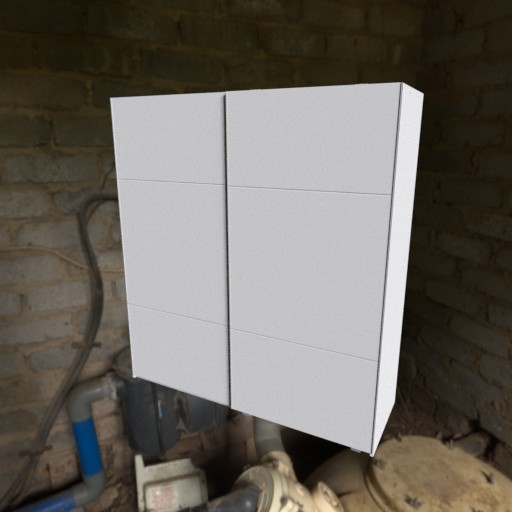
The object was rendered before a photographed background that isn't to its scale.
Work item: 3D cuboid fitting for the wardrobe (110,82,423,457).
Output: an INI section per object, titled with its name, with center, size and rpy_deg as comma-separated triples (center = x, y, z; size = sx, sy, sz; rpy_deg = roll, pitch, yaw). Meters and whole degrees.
[wardrobe]
center = 0.000, 0.000, 2.859
size = 1.780, 1.960, 0.629
rpy_deg = 8, 17, 27
